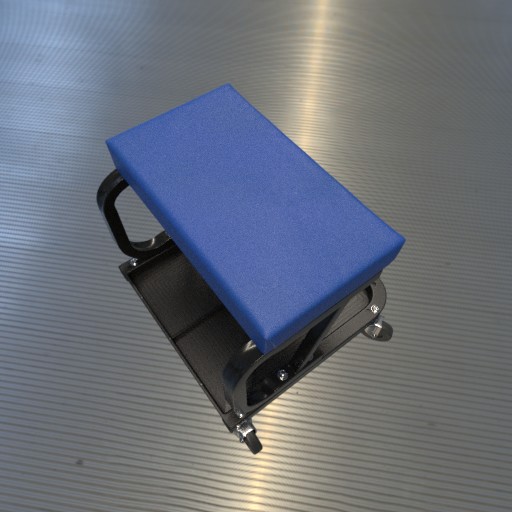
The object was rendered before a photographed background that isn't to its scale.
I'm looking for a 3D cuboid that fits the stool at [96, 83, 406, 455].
[{"bbox_3d":[0.000,0.000,0.732,0.371,0.380,0.446,-32,63,-19],"label":"stool"}]
